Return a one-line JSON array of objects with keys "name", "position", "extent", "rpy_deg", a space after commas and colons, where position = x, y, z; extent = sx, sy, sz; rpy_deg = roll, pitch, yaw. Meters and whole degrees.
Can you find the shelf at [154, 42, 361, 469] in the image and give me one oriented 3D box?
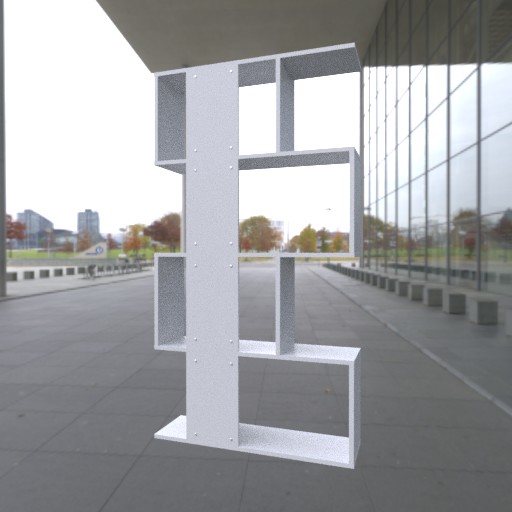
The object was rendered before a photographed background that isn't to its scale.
[{"name": "shelf", "position": [0.000, 0.000, 1.976], "extent": [0.890, 1.650, 0.250], "rpy_deg": [0, 0, 19]}]
